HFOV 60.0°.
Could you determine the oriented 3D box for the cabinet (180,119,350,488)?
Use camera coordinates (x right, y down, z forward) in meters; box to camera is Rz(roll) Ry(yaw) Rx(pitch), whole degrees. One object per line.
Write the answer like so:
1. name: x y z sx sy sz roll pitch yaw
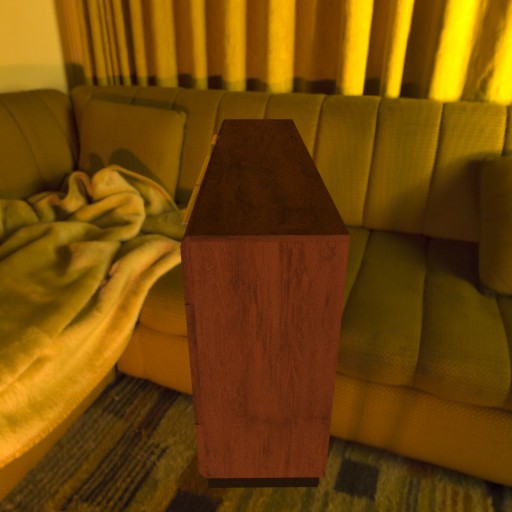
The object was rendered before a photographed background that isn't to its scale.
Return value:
1. cabinet: 0.000 0.000 1.940 0.420 0.900 1.600 0 26 -1
